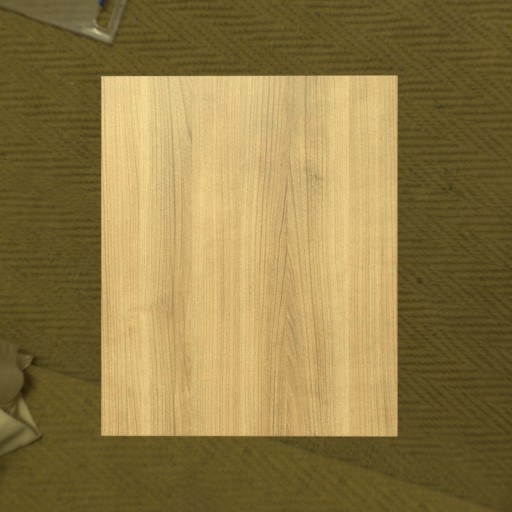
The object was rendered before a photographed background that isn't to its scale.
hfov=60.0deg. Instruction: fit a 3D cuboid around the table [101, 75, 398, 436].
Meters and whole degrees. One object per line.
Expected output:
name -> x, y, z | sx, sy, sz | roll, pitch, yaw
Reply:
table -> 0.000, 0.000, 0.777 | 0.380, 0.460, 0.445 | 0, 90, 0
